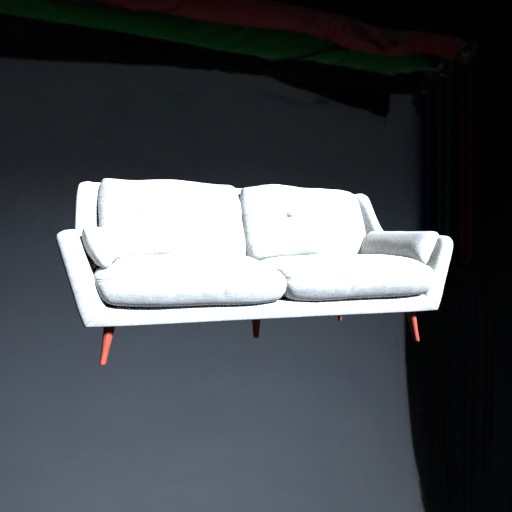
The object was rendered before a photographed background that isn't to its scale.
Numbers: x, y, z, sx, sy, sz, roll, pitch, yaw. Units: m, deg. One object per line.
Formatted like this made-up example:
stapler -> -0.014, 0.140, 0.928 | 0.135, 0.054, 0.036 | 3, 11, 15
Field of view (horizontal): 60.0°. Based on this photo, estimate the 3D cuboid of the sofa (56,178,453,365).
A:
sofa -> 0.000, 0.000, 2.433 | 1.930, 0.897, 0.976 | 0, 1, -18
